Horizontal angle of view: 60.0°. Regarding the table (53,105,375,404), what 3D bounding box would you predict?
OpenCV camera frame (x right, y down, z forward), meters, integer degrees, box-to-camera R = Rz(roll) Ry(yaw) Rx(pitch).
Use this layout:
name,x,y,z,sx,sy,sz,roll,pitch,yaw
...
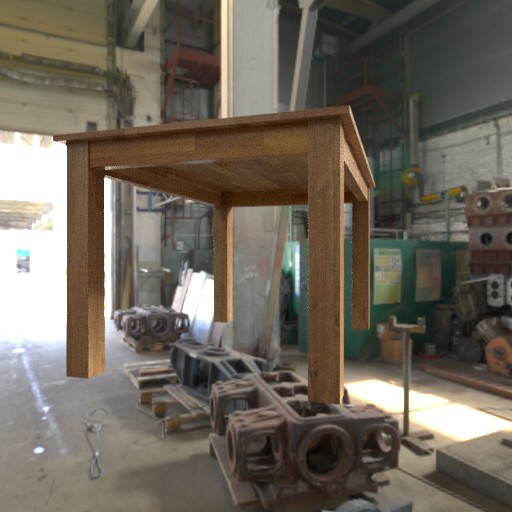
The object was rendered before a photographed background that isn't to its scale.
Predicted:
name,x,y,z,sx,sy,sz,roll,pitch,yaw
table,0.000,0.000,1.850,0.900,0.750,1.300,0,0,18
